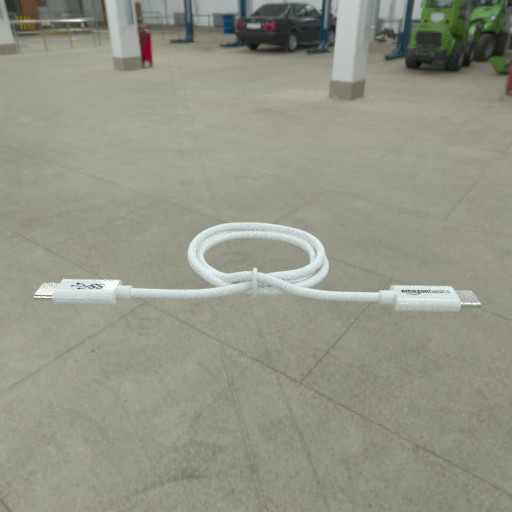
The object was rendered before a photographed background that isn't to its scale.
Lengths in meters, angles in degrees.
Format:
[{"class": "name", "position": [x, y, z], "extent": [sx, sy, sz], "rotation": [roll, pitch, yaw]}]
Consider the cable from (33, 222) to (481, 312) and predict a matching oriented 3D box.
[{"class": "cable", "position": [0.000, 0.000, 0.211], "extent": [0.186, 0.014, 0.070], "rotation": [1, 30, 1]}]
